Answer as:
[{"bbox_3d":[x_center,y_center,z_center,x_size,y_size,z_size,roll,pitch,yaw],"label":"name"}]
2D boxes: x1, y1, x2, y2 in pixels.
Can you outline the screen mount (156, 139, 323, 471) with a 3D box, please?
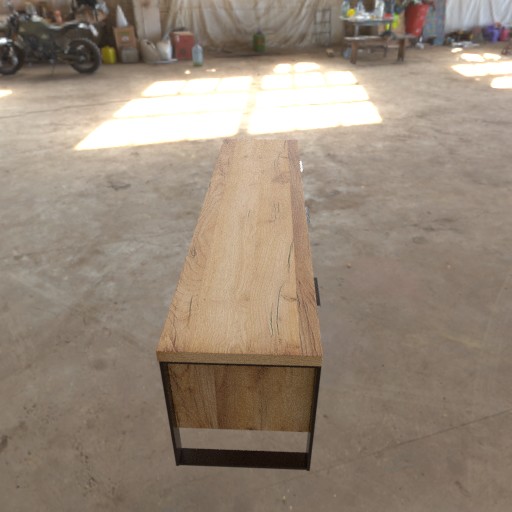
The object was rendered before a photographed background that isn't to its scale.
[{"bbox_3d":[0.000,0.000,1.765,0.395,0.450,1.524,1,33,2],"label":"screen mount"}]
